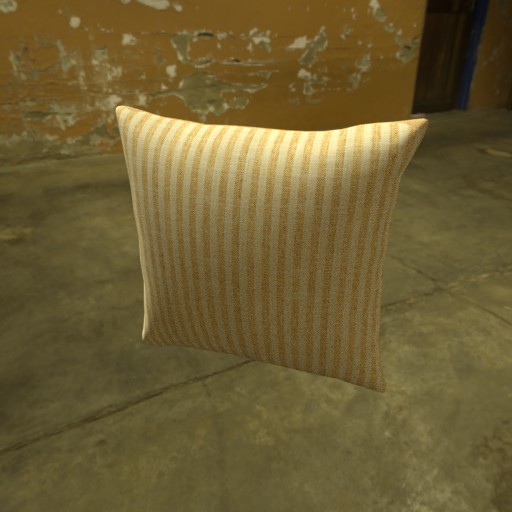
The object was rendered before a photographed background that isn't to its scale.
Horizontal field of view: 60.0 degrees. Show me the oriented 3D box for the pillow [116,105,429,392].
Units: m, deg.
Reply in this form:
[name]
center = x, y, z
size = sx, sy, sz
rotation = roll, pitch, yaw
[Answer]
[pillow]
center = 0.000, 0.000, 0.650
size = 0.419, 0.407, 0.173
rotation = 8, 27, 15
